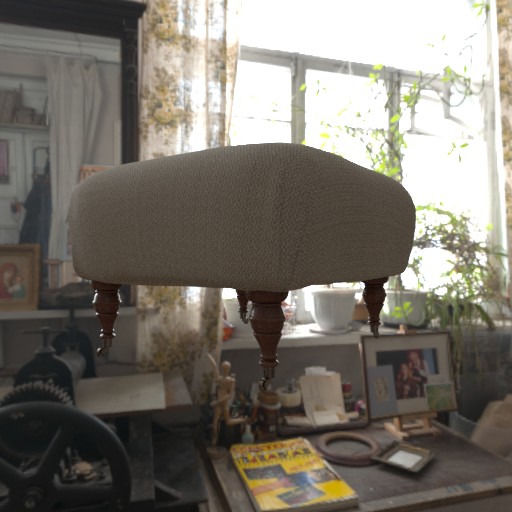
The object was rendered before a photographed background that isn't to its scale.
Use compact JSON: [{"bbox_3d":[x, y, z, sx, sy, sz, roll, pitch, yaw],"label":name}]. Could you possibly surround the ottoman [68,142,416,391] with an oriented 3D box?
[{"bbox_3d":[0.000,0.000,1.089,0.622,0.447,0.684,0,0,35],"label":"ottoman"}]
